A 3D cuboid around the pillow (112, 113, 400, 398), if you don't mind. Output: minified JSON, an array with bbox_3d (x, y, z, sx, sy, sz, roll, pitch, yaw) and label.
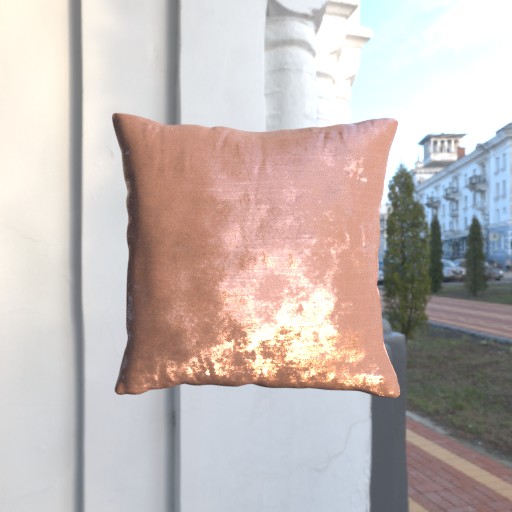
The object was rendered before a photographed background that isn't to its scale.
[{"bbox_3d":[0.000,0.000,0.727,0.470,0.464,0.175,0,-1,0],"label":"pillow"}]
